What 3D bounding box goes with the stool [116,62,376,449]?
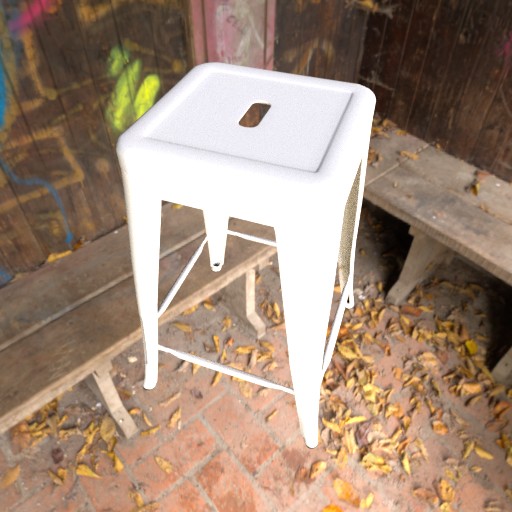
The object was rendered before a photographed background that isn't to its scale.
[{"bbox_3d":[0.000,0.000,0.864,0.406,0.610,0.406,15,48,14],"label":"stool"}]
